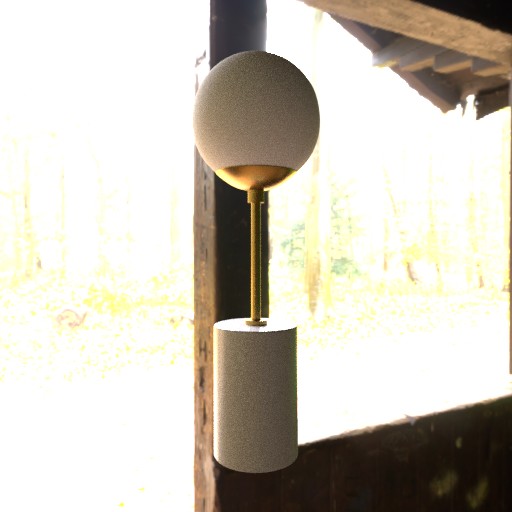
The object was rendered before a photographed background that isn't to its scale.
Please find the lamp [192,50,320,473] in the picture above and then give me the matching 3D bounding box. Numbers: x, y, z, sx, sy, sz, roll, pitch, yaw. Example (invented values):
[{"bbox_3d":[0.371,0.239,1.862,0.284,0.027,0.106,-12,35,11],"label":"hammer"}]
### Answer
[{"bbox_3d":[0.000,0.000,0.537,0.153,0.480,0.153,0,1,0],"label":"lamp"}]
